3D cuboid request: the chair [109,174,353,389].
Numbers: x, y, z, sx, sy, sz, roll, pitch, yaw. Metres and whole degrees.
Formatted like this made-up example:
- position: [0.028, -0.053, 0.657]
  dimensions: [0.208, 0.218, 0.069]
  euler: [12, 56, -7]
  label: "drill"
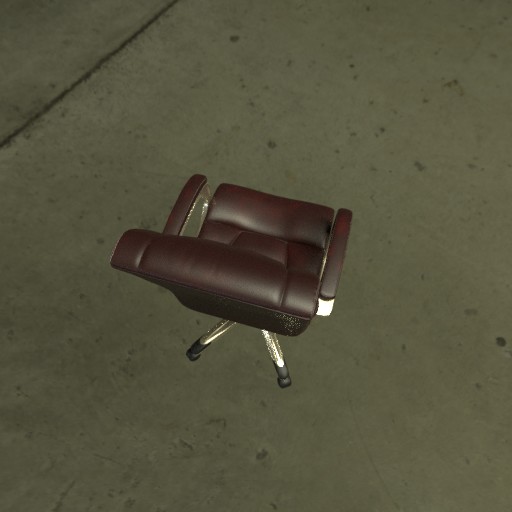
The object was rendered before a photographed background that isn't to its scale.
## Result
- position: [0.000, 0.000, 1.540]
  dimensions: [0.662, 1.107, 0.739]
  euler: [14, 64, 7]
  label: "chair"
